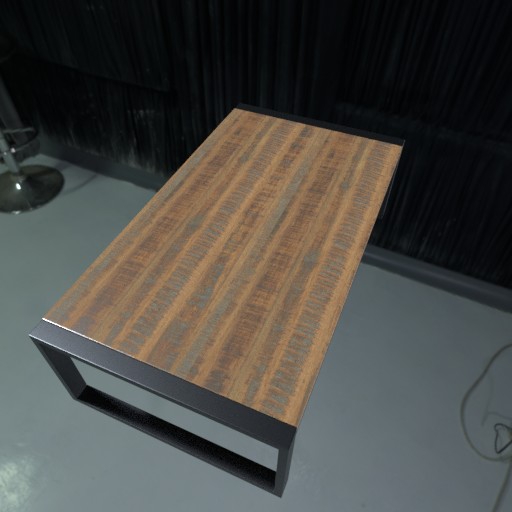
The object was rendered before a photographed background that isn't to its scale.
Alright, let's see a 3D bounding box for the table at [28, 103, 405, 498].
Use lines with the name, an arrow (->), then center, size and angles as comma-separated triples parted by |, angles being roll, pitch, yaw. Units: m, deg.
table -> 0.000, 0.000, 1.656 | 0.750, 0.400, 1.350 | 18, 50, 16
